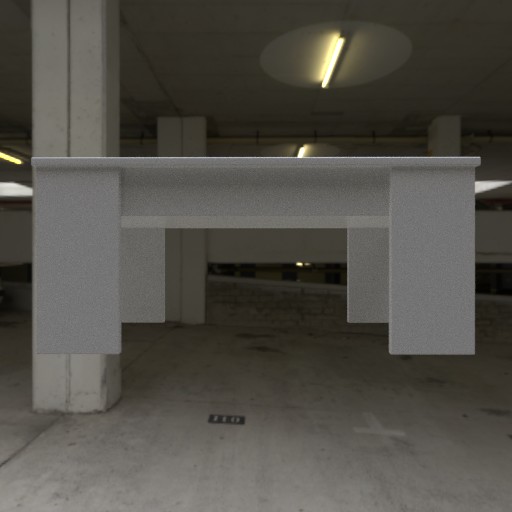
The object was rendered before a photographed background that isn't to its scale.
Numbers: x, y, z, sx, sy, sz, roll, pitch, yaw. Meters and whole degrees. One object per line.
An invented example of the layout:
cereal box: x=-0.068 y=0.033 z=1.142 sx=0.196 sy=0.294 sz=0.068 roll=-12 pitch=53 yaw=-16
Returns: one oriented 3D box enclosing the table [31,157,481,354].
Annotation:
table: x=0.000 y=0.000 z=1.235 sx=1.000 sy=0.440 sz=0.500 roll=0 pitch=0 yaw=0
